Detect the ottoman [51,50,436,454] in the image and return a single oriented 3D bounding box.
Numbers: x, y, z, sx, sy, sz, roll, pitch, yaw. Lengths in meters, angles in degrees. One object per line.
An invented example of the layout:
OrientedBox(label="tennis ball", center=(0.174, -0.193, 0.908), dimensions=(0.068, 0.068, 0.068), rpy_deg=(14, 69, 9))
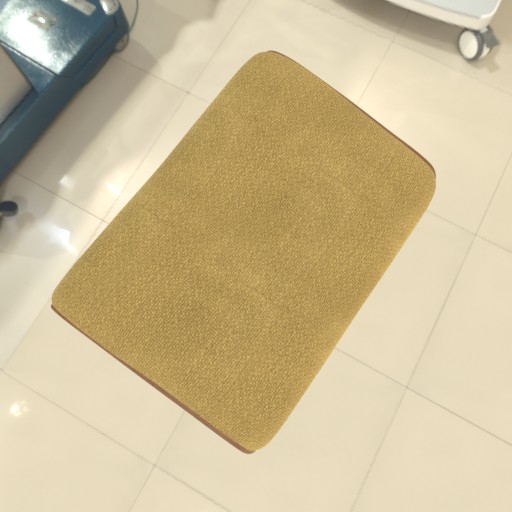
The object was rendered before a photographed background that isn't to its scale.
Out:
OrientedBox(label="ottoman", center=(0.000, 0.000, 0.797), dimensions=(0.394, 0.391, 0.520), rpy_deg=(35, 78, 8))
